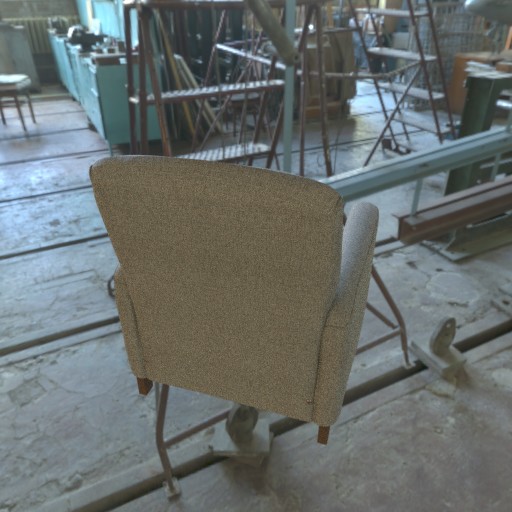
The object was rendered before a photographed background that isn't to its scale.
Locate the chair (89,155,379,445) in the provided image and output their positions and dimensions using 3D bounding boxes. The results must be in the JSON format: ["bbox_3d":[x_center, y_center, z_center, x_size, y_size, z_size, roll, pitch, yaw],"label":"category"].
[{"bbox_3d":[0.000,0.000,1.668,0.848,1.014,0.864,10,33,15],"label":"chair"}]
